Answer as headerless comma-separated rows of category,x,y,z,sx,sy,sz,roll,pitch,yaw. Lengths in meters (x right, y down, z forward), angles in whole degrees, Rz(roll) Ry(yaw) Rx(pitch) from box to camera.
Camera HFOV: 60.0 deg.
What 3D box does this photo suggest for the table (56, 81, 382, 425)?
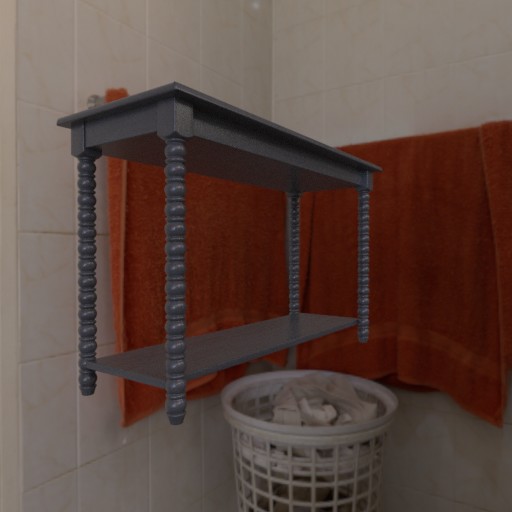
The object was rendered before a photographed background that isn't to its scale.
table,0.000,0.000,1.521,0.459,0.735,1.184,1,1,36
